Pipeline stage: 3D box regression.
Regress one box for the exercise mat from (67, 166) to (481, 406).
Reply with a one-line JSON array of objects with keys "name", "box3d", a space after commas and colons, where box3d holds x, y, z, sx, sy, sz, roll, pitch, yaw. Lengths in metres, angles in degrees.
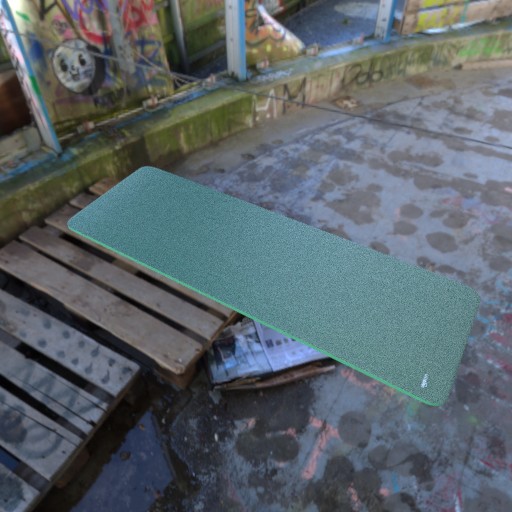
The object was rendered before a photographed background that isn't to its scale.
[{"name": "exercise mat", "box3d": [0.000, 0.000, 2.028, 1.869, 0.021, 0.616, 23, 49, 22]}]
